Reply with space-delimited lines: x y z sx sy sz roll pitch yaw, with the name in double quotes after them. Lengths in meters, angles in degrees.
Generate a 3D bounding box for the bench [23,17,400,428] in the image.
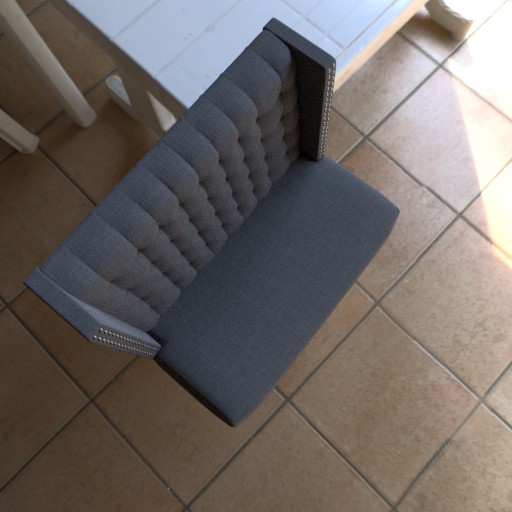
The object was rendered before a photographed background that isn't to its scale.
0.000 0.000 1.948 0.842 1.121 1.276 38 79 9 "bench"
